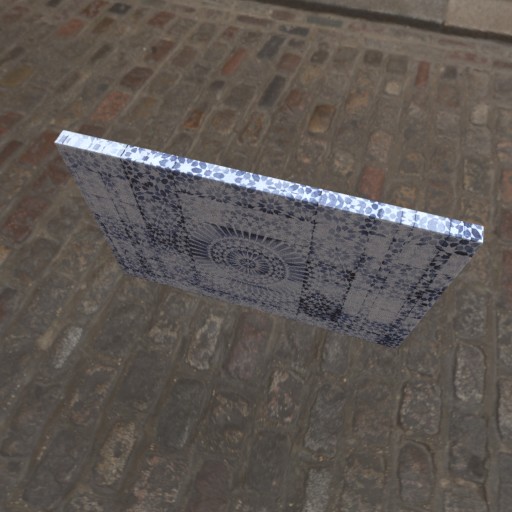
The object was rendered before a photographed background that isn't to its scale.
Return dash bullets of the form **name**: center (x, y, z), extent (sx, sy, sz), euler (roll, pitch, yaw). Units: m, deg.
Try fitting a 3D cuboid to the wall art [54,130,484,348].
- **wall art**: center (0.000, 0.000, 0.784), extent (0.608, 0.406, 0.030), euler (14, 60, 8)
